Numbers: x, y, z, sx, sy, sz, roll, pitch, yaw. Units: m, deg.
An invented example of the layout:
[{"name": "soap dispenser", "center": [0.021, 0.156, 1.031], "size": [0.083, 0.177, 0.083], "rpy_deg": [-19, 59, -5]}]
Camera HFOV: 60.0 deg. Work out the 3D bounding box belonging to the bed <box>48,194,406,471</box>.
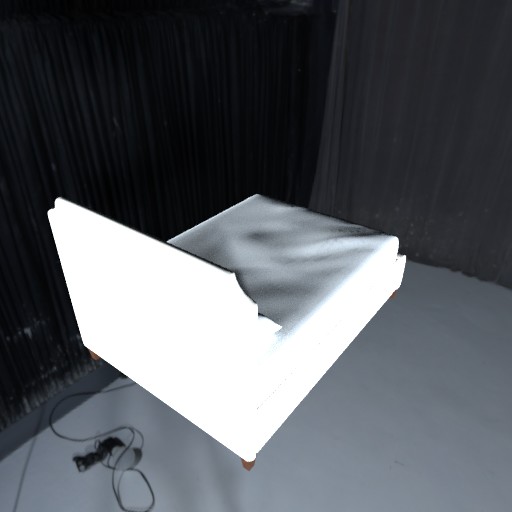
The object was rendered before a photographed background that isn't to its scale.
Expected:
[{"name": "bed", "center": [0.000, 0.000, 3.560], "size": [1.712, 1.443, 2.365], "rpy_deg": [22, 38, 31]}]
